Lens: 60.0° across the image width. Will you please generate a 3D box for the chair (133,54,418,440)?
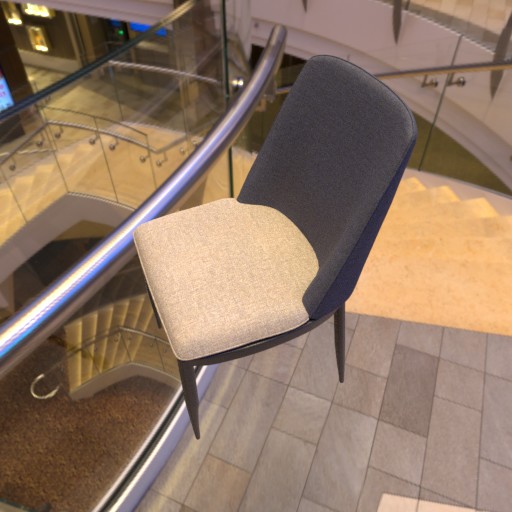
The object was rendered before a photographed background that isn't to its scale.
[{"bbox_3d":[0.000,0.000,1.127,0.551,0.839,0.480,-17,48,-16],"label":"chair"}]
